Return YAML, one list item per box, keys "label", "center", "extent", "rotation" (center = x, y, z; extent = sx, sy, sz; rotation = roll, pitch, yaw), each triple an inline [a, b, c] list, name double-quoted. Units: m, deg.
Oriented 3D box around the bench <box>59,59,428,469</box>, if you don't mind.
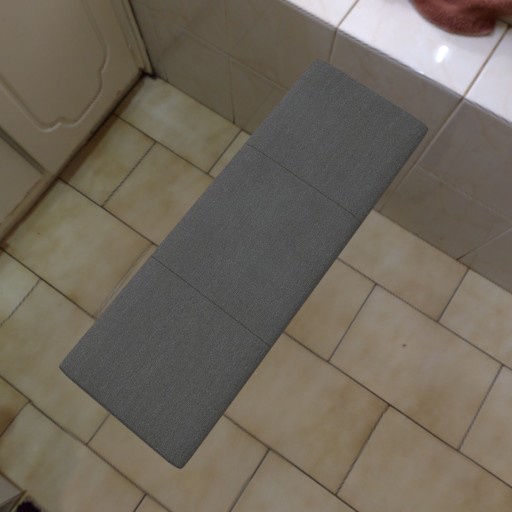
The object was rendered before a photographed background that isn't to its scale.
- label: "bench"
  center: [0.000, 0.000, 1.497]
  extent: [0.446, 0.438, 1.269]
  rotation: [36, 78, 9]
